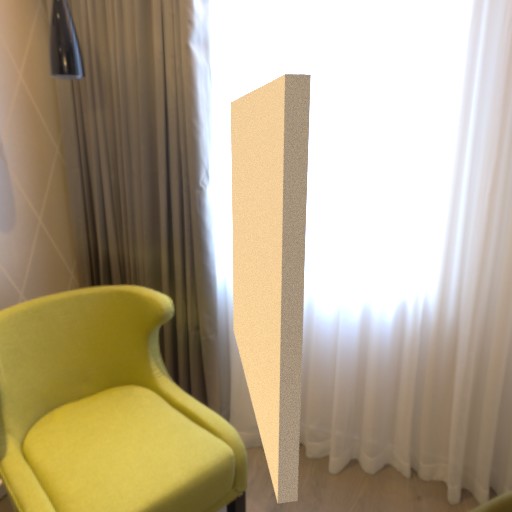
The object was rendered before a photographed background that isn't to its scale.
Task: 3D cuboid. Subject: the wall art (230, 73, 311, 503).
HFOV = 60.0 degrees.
[{"bbox_3d":[0.000,0.000,0.809,0.028,0.559,0.559,-3,16,-9],"label":"wall art"}]
